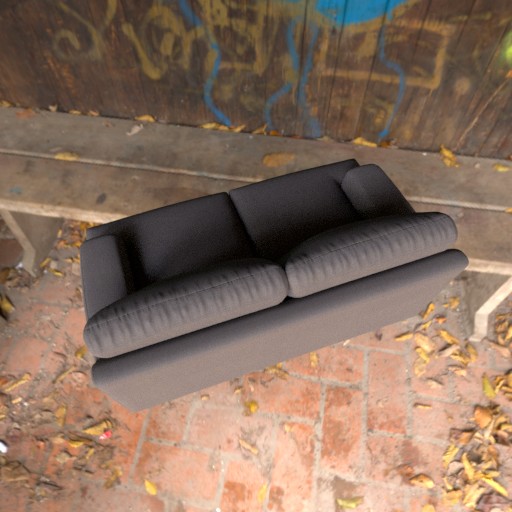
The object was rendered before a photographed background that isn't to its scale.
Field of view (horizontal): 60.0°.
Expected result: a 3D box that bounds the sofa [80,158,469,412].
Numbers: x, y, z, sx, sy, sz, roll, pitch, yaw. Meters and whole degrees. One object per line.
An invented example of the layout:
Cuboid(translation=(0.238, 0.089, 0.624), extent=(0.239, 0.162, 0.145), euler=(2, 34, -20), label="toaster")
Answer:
Cuboid(translation=(0.000, 0.000, 2.508), extent=(1.880, 0.940, 1.143), euler=(-16, 59, -10), label="sofa")
